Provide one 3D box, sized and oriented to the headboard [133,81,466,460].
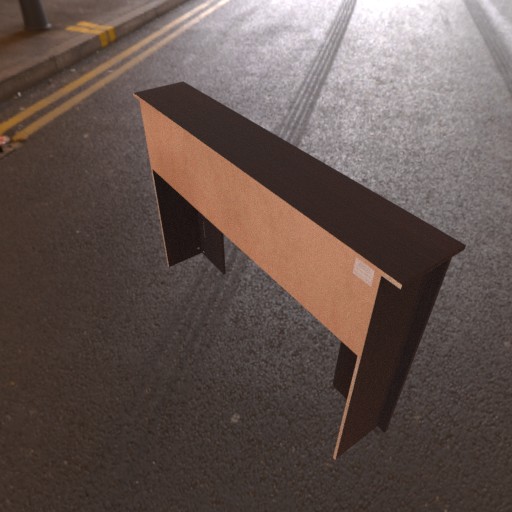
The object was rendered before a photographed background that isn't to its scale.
[{"bbox_3d":[0.000,0.000,2.078,0.279,1.092,1.671,-25,46,-27],"label":"headboard"}]
